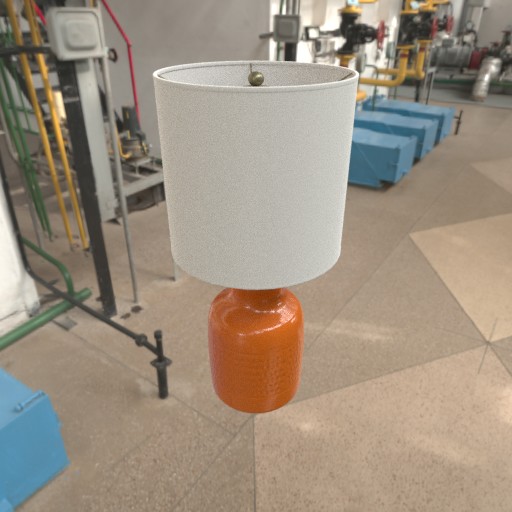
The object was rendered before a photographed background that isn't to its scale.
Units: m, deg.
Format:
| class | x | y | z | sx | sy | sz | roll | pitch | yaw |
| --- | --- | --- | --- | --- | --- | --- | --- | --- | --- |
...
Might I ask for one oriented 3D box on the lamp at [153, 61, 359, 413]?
| class | x | y | z | sx | sy | sz | roll | pitch | yaw |
| --- | --- | --- | --- | --- | --- | --- | --- | --- | --- |
| lamp | 0.000 | 0.000 | 1.126 | 0.418 | 0.871 | 0.418 | 19 | 34 | 30 |
